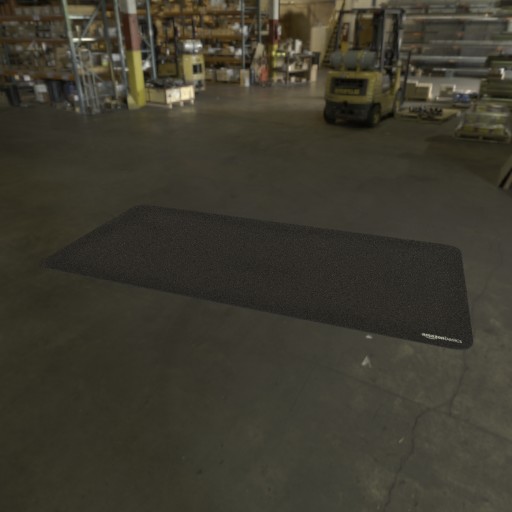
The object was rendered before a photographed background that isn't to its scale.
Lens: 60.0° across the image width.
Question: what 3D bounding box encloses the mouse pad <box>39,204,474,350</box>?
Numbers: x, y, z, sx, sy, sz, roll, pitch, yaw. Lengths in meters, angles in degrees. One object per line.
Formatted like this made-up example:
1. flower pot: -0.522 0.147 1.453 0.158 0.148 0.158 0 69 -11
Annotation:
1. mouse pad: 0.000 0.000 1.035 0.907 0.003 0.424 9 28 17
